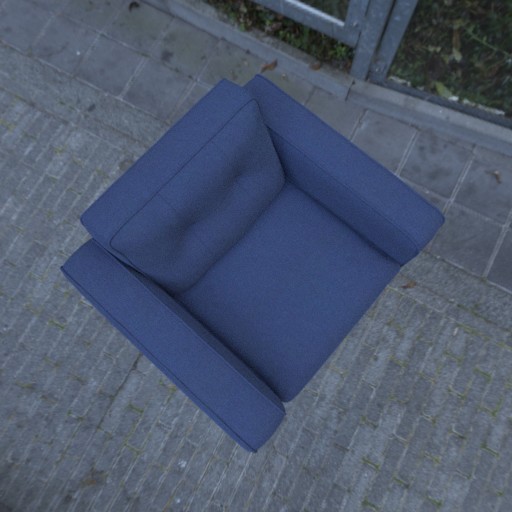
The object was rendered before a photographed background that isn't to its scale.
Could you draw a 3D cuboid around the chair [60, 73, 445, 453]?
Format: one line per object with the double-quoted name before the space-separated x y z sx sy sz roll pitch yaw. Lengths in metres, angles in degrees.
"chair" 0.000 0.000 1.776 0.953 0.783 1.118 40 79 10
